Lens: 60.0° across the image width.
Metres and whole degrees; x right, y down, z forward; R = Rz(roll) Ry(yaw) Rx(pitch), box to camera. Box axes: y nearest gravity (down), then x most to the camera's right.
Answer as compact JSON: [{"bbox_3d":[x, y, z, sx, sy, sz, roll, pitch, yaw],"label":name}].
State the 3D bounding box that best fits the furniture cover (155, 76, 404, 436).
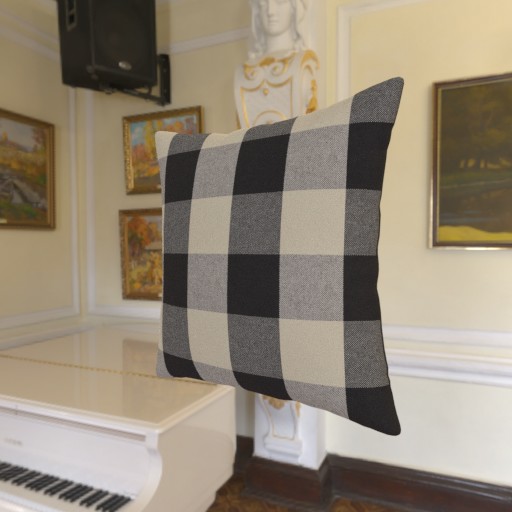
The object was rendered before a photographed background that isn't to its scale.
[{"bbox_3d":[0.000,0.000,0.774,0.511,0.509,0.161,1,1,36],"label":"furniture cover"}]
